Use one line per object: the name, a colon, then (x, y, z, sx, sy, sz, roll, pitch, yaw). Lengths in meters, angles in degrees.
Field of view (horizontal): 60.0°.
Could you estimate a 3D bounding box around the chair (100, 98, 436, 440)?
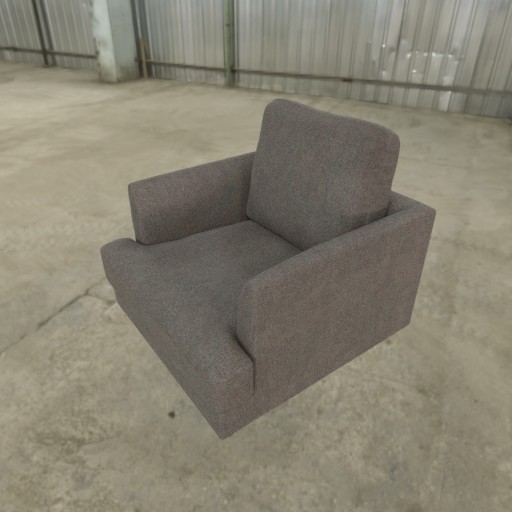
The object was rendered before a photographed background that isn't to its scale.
chair: (0.000, 0.000, 1.626, 0.899, 0.957, 0.858, -21, 38, -30)
